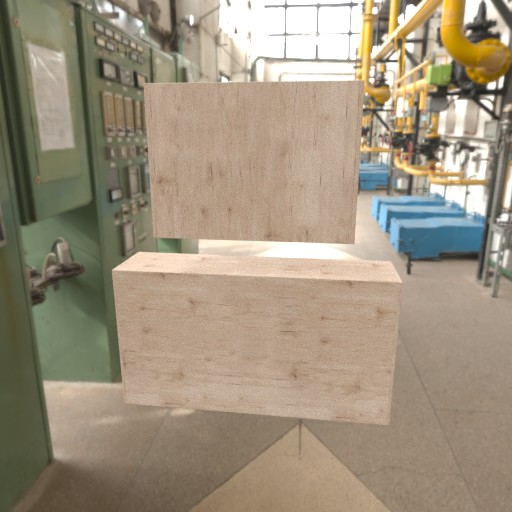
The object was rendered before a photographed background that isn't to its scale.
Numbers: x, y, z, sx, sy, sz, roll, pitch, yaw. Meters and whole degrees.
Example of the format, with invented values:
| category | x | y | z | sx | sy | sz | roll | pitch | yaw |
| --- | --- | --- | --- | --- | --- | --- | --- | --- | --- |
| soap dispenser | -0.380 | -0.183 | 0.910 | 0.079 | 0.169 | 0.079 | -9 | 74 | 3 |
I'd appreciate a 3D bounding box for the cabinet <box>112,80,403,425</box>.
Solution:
| category | x | y | z | sx | sy | sz | roll | pitch | yaw |
| --- | --- | --- | --- | --- | --- | --- | --- | --- | --- |
| cabinet | 0.000 | 0.000 | 2.750 | 1.700 | 1.981 | 0.420 | 2 | 16 | 7 |
